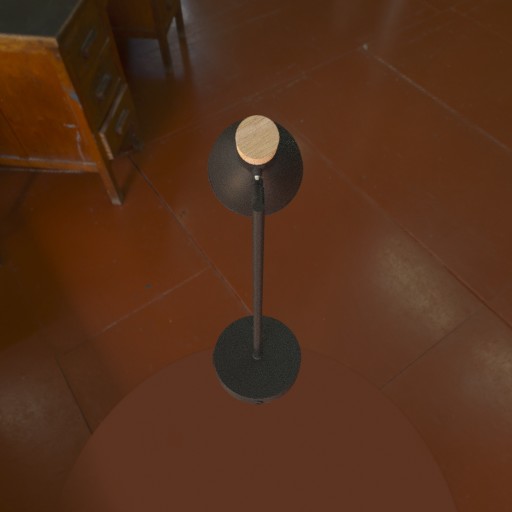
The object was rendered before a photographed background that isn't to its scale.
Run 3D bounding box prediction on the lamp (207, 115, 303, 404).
[{"bbox_3d":[0.000,0.000,0.617,0.152,0.483,0.287,-1,57,-1],"label":"lamp"}]
